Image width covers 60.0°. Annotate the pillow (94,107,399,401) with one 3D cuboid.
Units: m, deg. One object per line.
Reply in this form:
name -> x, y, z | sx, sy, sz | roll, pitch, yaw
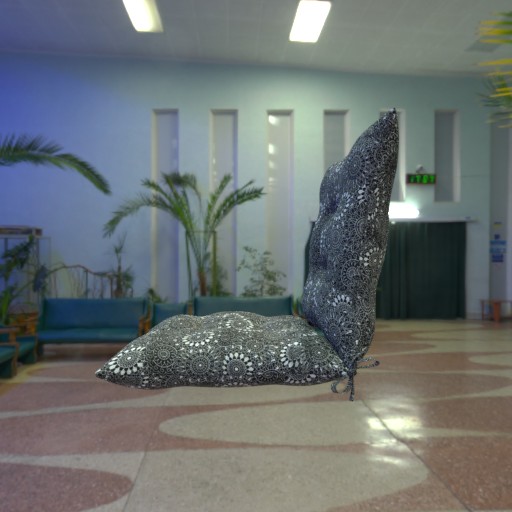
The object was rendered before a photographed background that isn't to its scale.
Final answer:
pillow -> 0.000, 0.000, 1.045 | 0.585, 0.536, 0.541 | 0, 0, -1
